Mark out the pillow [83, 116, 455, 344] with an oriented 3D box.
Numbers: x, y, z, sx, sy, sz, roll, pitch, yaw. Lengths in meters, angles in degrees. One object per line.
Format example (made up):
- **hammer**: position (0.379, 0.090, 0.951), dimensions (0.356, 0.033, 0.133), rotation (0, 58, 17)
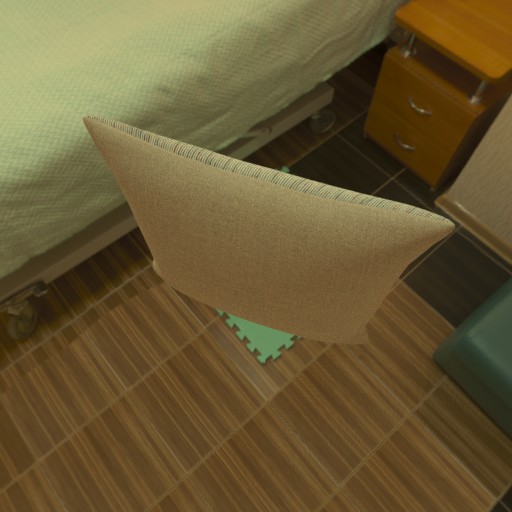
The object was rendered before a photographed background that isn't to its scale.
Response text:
- **pillow**: position (0.000, 0.000, 0.786), dimensions (0.512, 0.506, 0.178), rotation (18, 64, 9)
